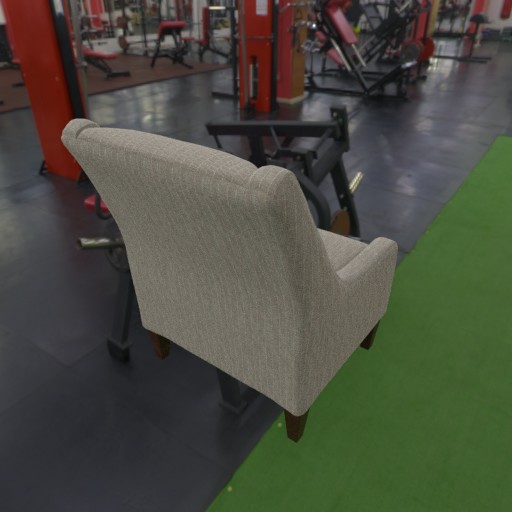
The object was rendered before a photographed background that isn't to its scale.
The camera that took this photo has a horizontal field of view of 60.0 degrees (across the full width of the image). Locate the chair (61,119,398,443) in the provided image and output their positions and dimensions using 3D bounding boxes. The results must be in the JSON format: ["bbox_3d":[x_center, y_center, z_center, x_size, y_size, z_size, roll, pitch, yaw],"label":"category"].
[{"bbox_3d":[0.000,0.000,1.596,0.774,1.014,0.870,21,37,31],"label":"chair"}]
